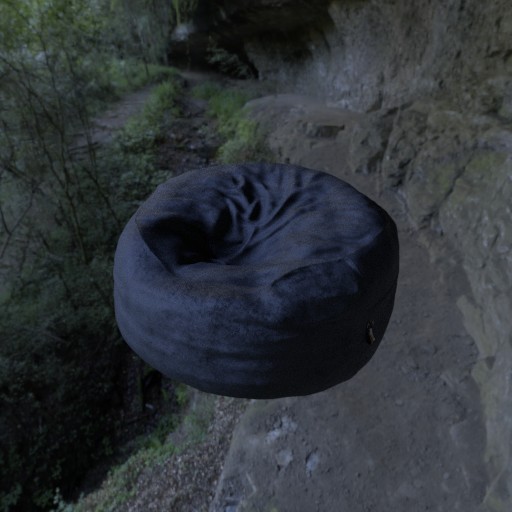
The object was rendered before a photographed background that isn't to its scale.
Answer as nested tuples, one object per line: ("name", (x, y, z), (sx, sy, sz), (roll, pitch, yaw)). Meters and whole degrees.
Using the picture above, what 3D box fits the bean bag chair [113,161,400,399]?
("bean bag chair", (0.000, 0.000, 2.426), (1.525, 0.751, 1.525), (0, 30, 0))
